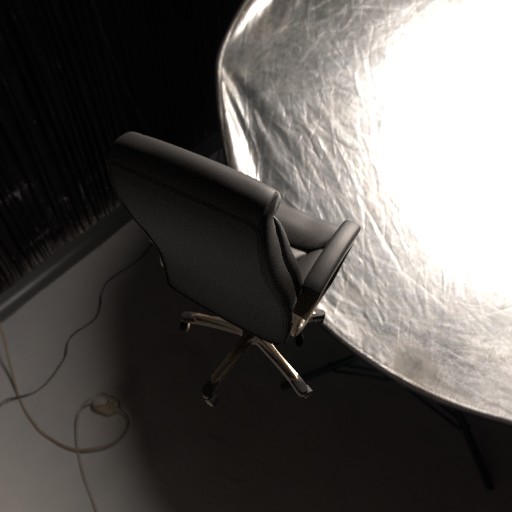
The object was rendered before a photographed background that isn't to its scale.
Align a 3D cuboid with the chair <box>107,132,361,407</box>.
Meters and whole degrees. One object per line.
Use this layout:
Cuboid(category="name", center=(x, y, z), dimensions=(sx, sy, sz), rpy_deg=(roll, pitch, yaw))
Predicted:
Cuboid(category="chair", center=(0.000, 0.000, 1.650), dimensions=(0.694, 1.188, 0.748), rpy_deg=(25, 52, 21))
